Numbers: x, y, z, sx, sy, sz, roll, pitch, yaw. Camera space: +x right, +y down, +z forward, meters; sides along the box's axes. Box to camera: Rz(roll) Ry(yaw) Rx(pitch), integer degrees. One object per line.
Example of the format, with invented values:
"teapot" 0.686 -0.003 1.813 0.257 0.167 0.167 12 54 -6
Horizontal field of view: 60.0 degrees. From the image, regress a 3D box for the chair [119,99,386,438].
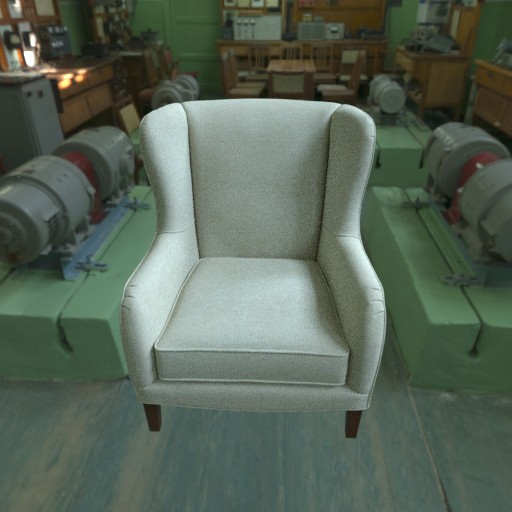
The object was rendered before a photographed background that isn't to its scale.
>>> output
"chair" 0.000 0.000 1.744 0.838 1.040 0.966 1 30 2
